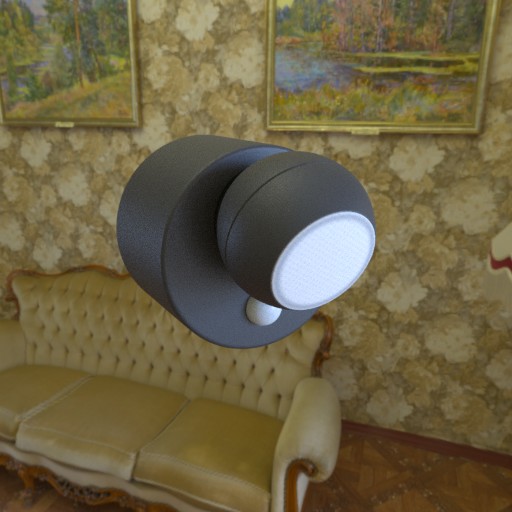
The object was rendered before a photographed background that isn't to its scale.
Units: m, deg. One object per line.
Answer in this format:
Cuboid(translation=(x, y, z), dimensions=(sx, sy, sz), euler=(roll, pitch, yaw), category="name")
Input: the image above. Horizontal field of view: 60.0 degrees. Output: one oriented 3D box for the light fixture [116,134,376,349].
Cuboid(translation=(0.000, 0.000, 0.271), dimensions=(0.134, 0.143, 0.160), euler=(-8, 17, -27), category="light fixture")
